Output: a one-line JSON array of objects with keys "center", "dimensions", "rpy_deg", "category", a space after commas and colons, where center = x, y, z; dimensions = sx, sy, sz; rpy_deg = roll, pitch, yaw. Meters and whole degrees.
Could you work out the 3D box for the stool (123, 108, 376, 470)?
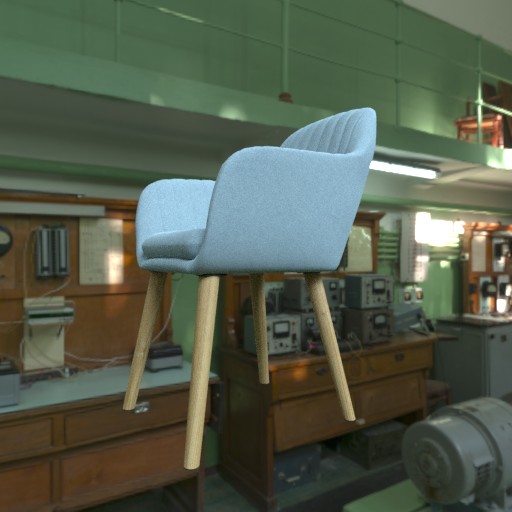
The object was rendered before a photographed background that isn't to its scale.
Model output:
[{"center": [0.000, 0.000, 1.186], "dimensions": [0.590, 0.830, 0.503], "rpy_deg": [0, 0, -34], "category": "stool"}]
